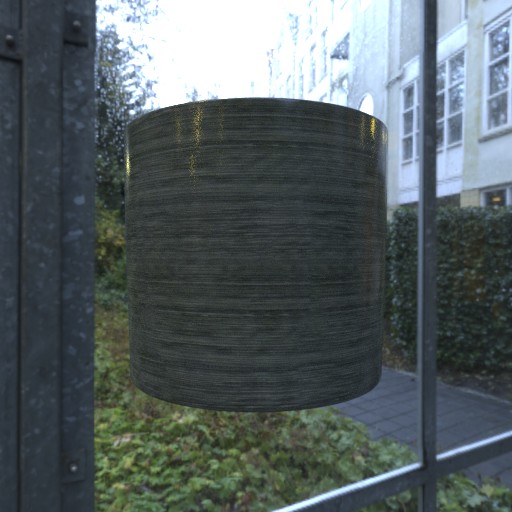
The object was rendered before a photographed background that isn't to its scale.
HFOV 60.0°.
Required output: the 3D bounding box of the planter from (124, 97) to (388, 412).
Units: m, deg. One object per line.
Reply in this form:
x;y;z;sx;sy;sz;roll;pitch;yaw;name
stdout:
0.000;0.000;0.388;0.221;0.201;0.221;0;1;0;planter
